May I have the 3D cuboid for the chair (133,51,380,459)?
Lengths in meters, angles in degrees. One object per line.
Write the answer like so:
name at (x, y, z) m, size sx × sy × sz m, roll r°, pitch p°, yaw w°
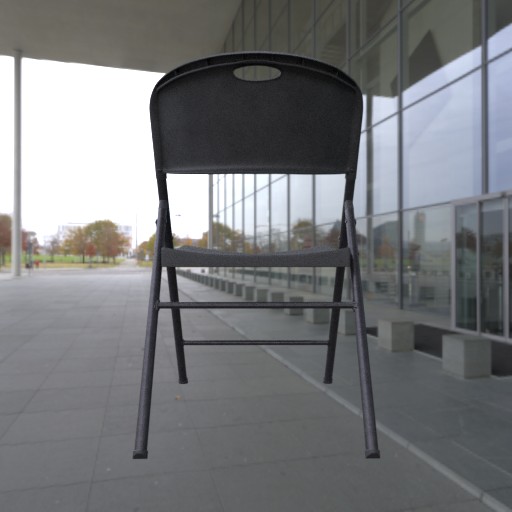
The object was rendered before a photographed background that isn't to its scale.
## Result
chair at (0.000, 0.000, 1.146) m, size 0.494 × 0.810 × 0.567 m, roll 0°, pitch 0°, yaw 0°
